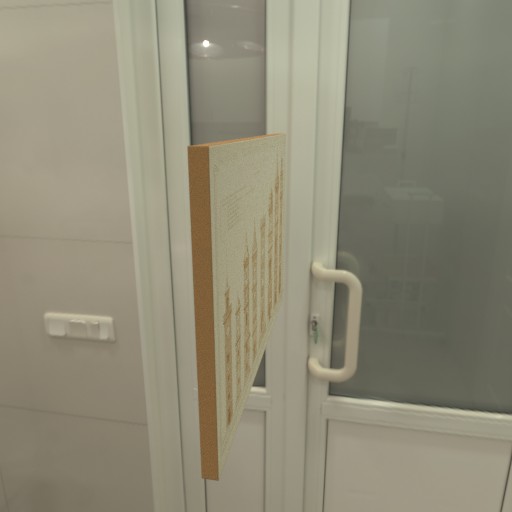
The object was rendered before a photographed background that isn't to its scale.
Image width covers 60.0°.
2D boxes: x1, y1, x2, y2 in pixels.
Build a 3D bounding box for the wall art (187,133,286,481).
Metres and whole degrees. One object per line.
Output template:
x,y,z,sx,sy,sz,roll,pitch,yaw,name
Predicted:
0.000,0.000,1.176,0.033,0.608,0.915,3,17,10,wall art
